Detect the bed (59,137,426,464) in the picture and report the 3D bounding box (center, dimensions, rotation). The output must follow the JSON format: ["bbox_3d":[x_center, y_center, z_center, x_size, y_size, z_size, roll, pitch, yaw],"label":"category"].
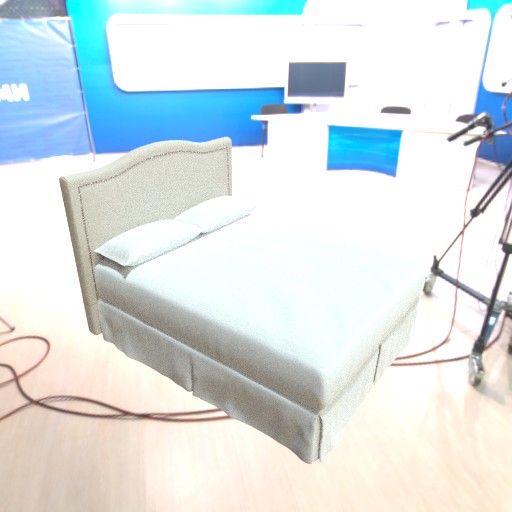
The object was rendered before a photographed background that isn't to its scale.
[{"bbox_3d":[0.000,0.000,3.376,2.143,1.460,1.753,19,32,33],"label":"bed"}]
